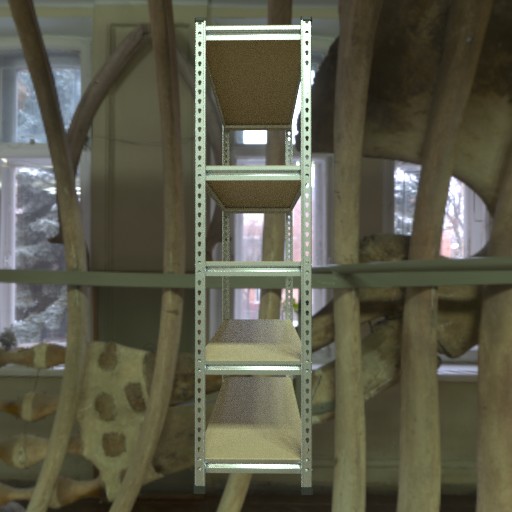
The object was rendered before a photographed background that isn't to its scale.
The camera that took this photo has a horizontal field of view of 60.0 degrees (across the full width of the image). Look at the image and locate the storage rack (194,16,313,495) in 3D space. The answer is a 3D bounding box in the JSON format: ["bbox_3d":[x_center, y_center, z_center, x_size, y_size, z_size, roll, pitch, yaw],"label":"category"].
[{"bbox_3d":[0.000,0.000,2.305,0.457,1.829,1.219,0,-1,1],"label":"storage rack"}]
